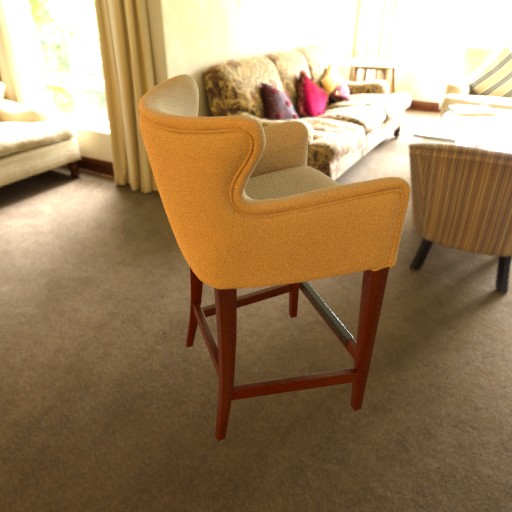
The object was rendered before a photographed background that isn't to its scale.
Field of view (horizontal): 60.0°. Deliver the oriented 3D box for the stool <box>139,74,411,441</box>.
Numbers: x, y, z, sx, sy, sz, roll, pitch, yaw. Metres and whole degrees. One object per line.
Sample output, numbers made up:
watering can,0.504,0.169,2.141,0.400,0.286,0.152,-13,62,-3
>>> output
stool,0.000,0.000,1.322,0.570,0.951,0.601,-10,32,-17
